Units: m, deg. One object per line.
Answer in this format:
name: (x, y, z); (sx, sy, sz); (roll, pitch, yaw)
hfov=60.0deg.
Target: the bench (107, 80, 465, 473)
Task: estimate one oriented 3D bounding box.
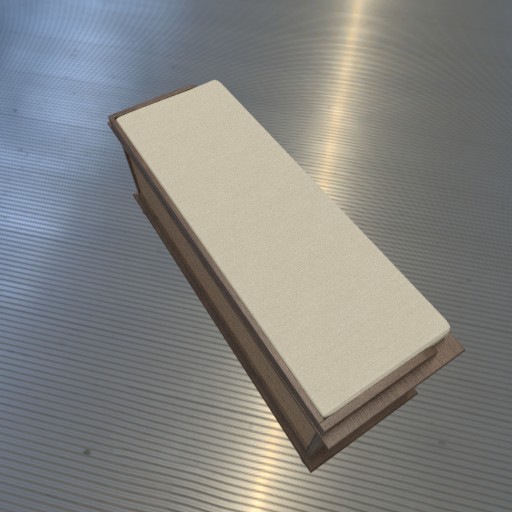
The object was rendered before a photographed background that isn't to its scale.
bench: (0.000, 0.000, 1.412); (0.402, 0.501, 1.185); (-28, 61, -17)
